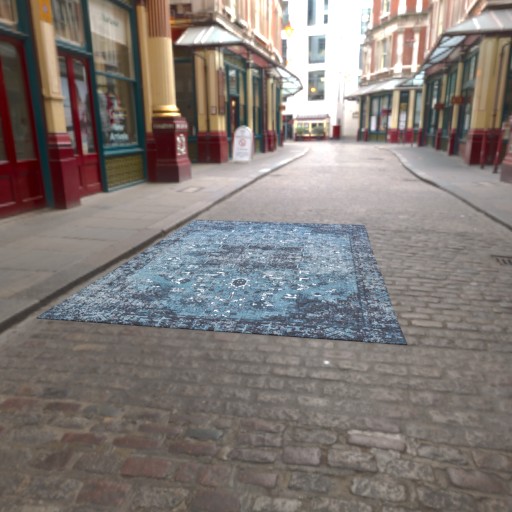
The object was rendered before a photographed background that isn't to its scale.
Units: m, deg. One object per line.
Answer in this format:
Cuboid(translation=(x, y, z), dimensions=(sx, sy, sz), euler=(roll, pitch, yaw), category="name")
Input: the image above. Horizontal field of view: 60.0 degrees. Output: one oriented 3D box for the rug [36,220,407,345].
Cuboid(translation=(0.000, 0.000, 2.287), dimensions=(1.219, 0.005, 1.828), euler=(3, 16, 9), category="rug")
